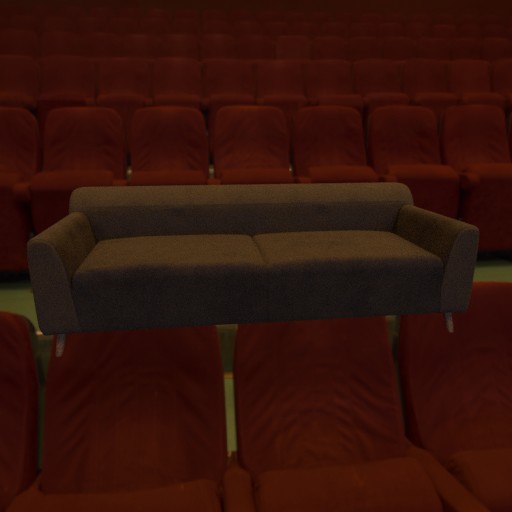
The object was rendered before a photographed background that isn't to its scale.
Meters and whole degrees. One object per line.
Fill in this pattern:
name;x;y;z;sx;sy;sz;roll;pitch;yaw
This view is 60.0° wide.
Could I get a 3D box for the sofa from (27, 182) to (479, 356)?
sofa;0.000;0.000;2.581;2.190;0.740;0.900;-2;15;-7
